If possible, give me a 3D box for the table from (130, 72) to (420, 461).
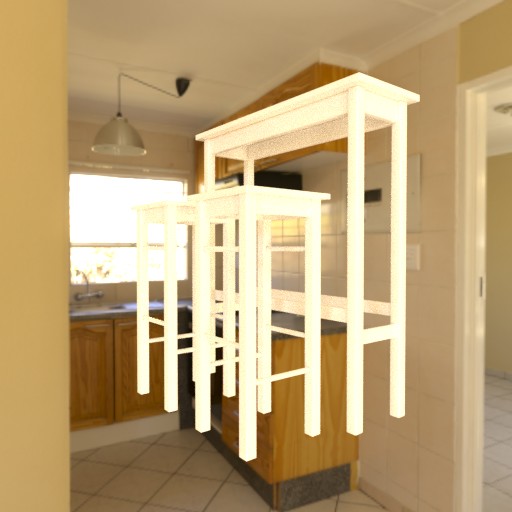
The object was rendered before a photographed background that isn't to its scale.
[{"bbox_3d":[0.000,0.000,1.626,0.650,1.065,0.915,-1,2,-38],"label":"table"}]
